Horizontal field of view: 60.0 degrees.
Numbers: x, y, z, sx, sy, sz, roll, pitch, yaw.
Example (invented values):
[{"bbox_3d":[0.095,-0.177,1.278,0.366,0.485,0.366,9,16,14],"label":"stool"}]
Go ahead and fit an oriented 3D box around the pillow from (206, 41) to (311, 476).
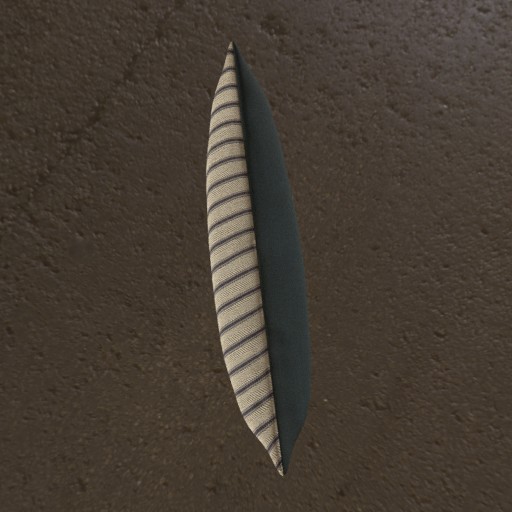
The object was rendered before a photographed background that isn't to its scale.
[{"bbox_3d":[0.000,0.000,0.734,0.151,0.305,0.609,-6,76,-2],"label":"pillow"}]
